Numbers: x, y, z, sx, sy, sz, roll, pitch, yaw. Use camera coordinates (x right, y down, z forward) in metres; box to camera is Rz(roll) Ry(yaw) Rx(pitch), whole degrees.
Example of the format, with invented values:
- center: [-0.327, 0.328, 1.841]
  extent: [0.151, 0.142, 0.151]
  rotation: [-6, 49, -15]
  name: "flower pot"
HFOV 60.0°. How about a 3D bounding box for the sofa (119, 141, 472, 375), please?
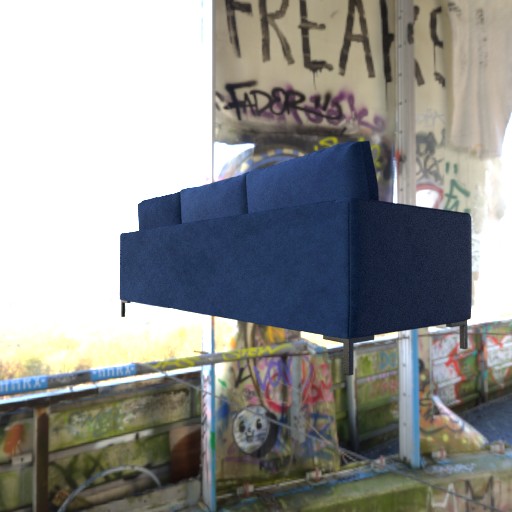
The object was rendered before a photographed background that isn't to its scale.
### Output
- center: [0.000, 0.000, 2.675]
  extent: [0.875, 0.879, 2.252]
  rotation: [1, -1, -37]
  name: "sofa"
